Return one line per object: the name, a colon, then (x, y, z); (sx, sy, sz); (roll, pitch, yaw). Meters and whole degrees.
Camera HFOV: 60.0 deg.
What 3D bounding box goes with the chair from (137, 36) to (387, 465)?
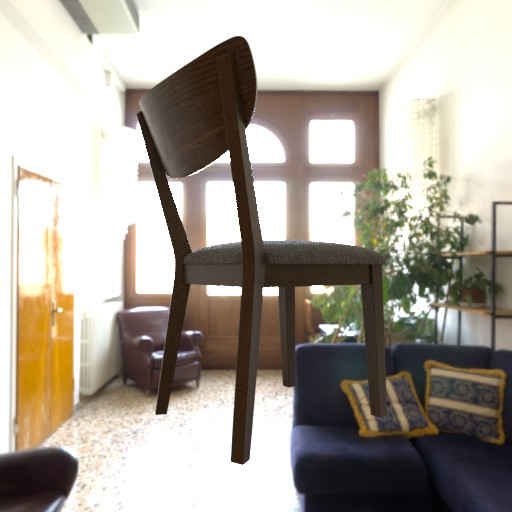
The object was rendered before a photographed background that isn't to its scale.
chair: (0.000, 0.000, 1.172); (0.583, 0.849, 0.491); (1, -2, -37)
